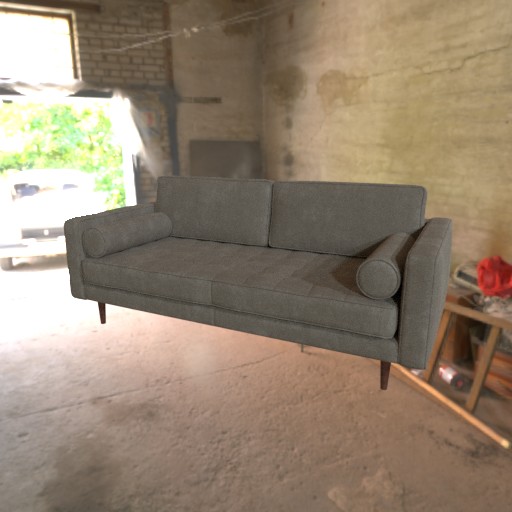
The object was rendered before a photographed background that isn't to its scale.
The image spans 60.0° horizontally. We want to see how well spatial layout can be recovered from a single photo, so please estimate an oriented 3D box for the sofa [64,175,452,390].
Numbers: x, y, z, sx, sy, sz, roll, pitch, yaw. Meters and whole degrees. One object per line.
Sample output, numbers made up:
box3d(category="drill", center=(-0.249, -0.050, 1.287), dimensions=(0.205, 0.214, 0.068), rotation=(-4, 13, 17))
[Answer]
box3d(category="sofa", center=(0.000, 0.000, 2.350), dimensions=(1.883, 0.769, 0.920), rotation=(7, 16, 25))
